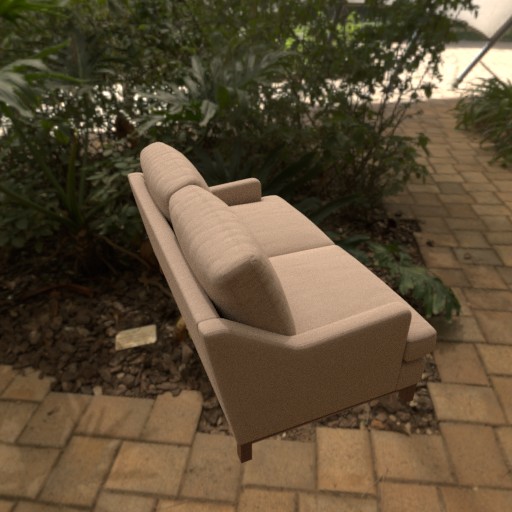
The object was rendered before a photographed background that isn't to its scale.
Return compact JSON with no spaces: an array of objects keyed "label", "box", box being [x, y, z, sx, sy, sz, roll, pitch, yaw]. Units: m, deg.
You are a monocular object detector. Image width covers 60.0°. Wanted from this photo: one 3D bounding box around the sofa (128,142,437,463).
[{"label":"sofa","box":[0.000,0.000,2.284,1.004,0.910,1.619,-12,32,-19]}]
